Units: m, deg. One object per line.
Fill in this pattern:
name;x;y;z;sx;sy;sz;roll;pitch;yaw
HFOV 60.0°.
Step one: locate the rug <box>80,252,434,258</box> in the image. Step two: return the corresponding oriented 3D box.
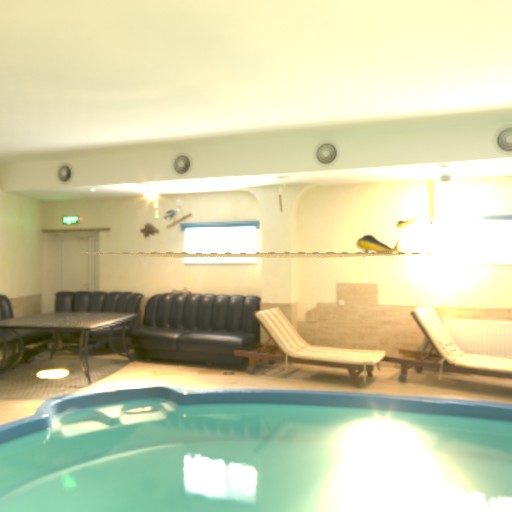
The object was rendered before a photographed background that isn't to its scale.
rug;0.000;0.000;2.545;1.222;0.009;2.084;0;-1;0
